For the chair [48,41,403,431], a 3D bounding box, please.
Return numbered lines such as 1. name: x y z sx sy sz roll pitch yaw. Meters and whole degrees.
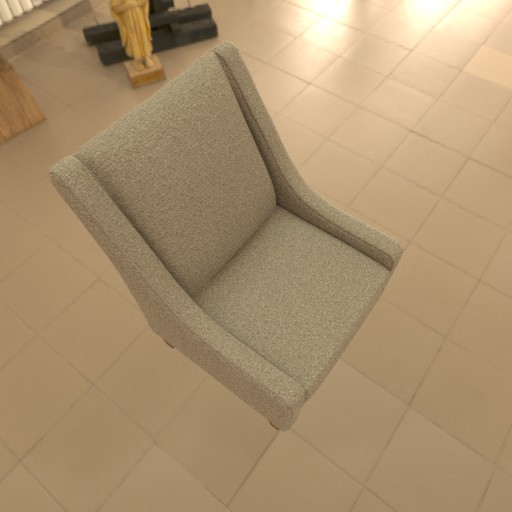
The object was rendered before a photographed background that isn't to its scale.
1. chair: 0.000 0.000 1.613 0.870 1.016 0.774 32 63 19
